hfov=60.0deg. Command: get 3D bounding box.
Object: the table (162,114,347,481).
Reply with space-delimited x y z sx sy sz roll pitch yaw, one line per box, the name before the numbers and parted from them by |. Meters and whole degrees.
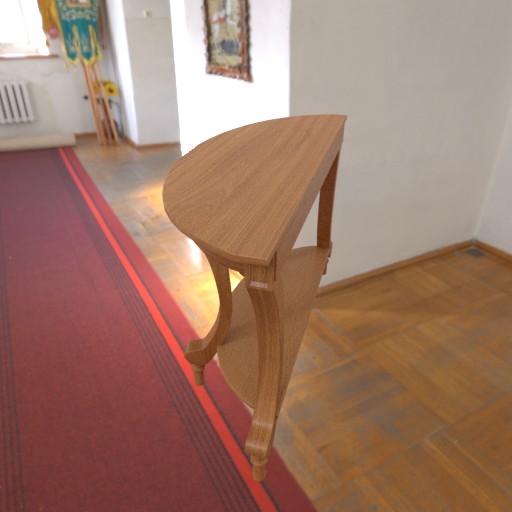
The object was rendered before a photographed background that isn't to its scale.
table | 0.000 0.000 1.460 0.394 0.692 1.198 8 30 14
